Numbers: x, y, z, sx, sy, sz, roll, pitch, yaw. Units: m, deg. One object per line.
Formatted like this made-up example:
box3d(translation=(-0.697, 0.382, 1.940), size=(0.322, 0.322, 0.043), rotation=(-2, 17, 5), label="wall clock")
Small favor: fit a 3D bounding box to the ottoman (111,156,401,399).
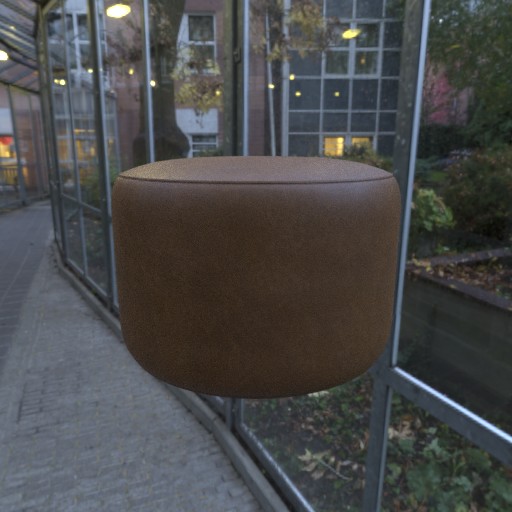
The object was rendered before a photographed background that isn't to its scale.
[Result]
box3d(translation=(0.000, 0.000, 1.003), size=(0.607, 0.438, 0.607), rotation=(0, 14, 0), label="ottoman")
